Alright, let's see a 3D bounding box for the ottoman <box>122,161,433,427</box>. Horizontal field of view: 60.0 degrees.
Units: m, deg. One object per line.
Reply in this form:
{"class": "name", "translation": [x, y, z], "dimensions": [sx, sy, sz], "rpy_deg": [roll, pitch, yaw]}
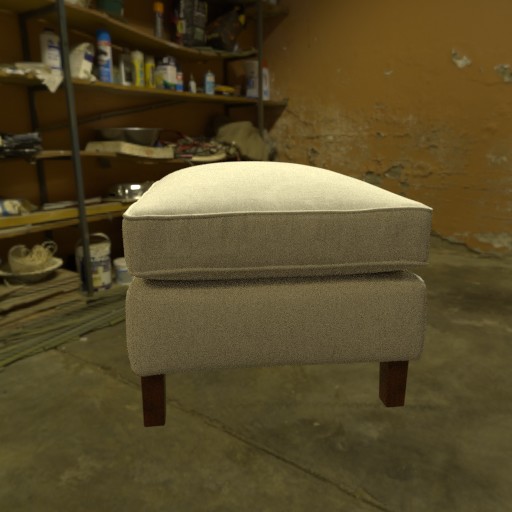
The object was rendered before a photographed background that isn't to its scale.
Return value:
{"class": "ottoman", "translation": [0.000, 0.000, 0.975], "dimensions": [0.501, 0.406, 0.665], "rpy_deg": [-2, 14, -7]}
